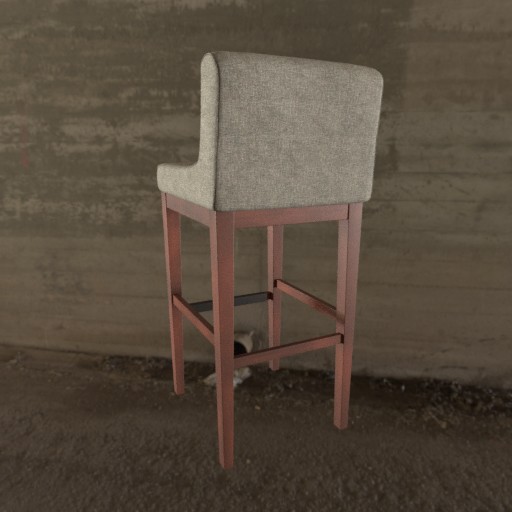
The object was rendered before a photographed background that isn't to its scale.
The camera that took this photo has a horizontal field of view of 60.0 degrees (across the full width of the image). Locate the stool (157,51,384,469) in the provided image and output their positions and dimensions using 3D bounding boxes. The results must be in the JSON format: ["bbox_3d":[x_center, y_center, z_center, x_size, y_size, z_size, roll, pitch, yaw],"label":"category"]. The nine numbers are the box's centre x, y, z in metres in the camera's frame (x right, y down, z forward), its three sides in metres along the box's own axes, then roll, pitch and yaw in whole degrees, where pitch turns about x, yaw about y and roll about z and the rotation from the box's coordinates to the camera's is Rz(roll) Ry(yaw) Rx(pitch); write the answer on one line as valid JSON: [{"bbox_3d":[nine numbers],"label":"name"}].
[{"bbox_3d":[0.000,0.000,1.244,0.426,0.965,0.499,-7,15,-26],"label":"stool"}]
